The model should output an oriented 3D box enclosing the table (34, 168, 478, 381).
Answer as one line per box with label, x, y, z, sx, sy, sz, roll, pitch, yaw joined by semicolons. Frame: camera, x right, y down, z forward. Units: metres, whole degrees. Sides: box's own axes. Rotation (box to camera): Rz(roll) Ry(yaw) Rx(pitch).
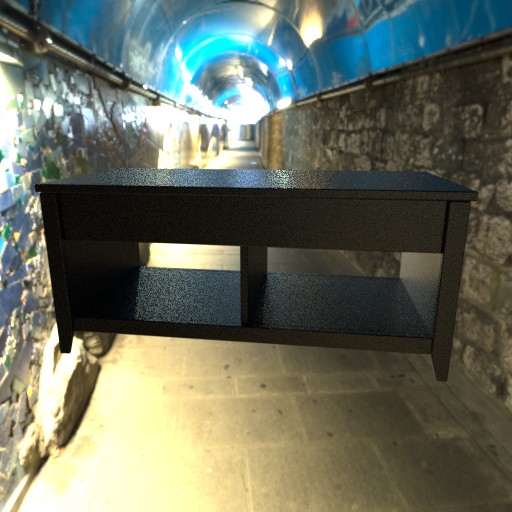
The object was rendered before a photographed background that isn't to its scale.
table;0.000;0.000;1.294;1.016;0.457;0.483;2;16;8
